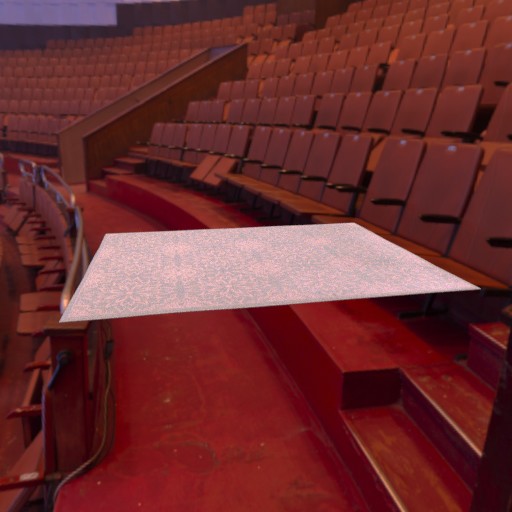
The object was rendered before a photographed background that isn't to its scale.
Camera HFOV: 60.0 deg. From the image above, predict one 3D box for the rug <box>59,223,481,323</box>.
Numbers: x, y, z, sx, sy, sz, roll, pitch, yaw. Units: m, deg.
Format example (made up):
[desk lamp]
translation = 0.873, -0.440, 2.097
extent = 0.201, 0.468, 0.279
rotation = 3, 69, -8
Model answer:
[rug]
translation = 0.000, 0.000, 4.159
extent = 2.980, 0.012, 2.363
rotation = -3, 17, -11
